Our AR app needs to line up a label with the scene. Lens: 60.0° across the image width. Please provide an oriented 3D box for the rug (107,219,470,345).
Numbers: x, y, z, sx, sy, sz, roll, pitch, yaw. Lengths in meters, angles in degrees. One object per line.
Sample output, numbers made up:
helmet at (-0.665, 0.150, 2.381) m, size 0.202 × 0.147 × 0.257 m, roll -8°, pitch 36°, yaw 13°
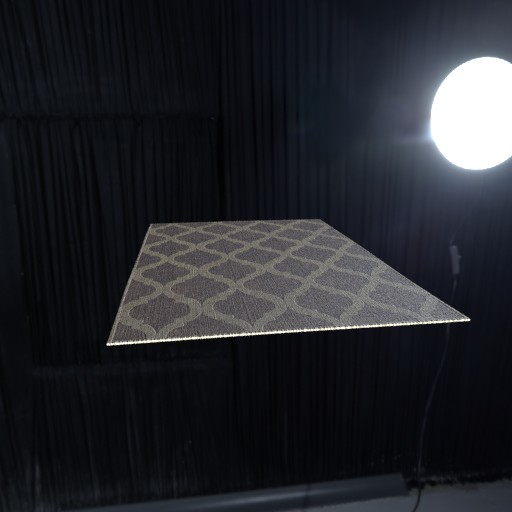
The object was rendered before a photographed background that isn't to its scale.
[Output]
rug at (0.000, 0.000, 2.881) m, size 1.522 × 0.008 × 2.284 m, roll -2°, pitch 16°, yaw -8°
